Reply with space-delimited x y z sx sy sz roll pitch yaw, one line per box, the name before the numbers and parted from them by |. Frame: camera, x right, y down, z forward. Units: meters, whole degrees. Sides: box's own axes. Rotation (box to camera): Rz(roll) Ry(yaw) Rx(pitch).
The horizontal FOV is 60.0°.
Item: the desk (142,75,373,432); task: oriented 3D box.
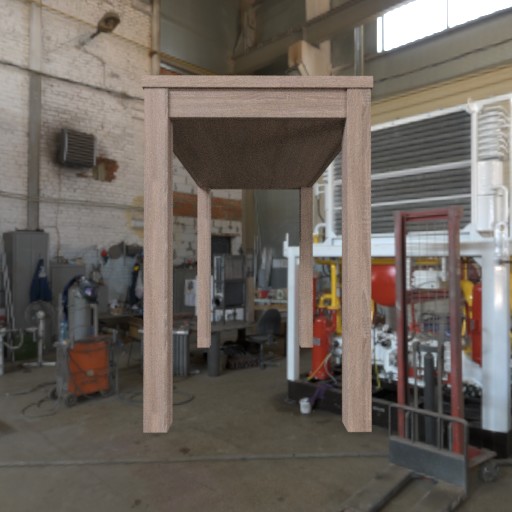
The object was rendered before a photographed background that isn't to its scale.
desk | 0.000 0.000 1.440 0.495 0.762 0.991 0 -1 0
